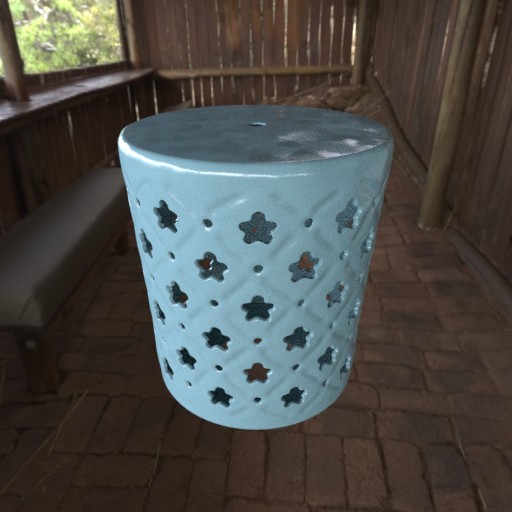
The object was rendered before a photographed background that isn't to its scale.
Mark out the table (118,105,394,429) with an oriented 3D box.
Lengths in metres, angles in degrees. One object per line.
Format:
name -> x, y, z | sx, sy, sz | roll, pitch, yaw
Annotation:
table -> 0.000, 0.000, 0.665 | 0.352, 0.387, 0.352 | 0, 28, 0
